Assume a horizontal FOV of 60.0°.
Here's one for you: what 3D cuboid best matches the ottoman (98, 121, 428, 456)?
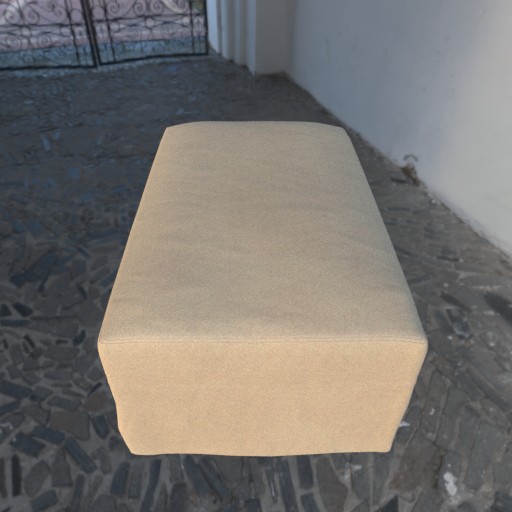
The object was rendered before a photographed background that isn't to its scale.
[{"bbox_3d":[0.000,0.000,1.158,0.590,0.444,0.872,-1,41,-1],"label":"ottoman"}]
